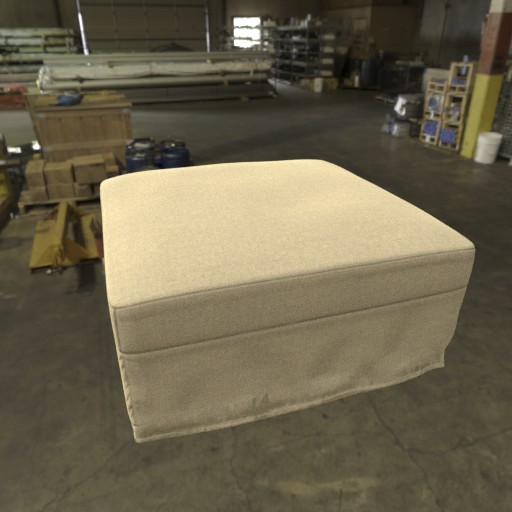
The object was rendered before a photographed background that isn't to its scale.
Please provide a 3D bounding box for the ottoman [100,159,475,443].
[{"bbox_3d":[0.000,0.000,1.322,0.840,0.436,0.843,-9,28,-16],"label":"ottoman"}]
